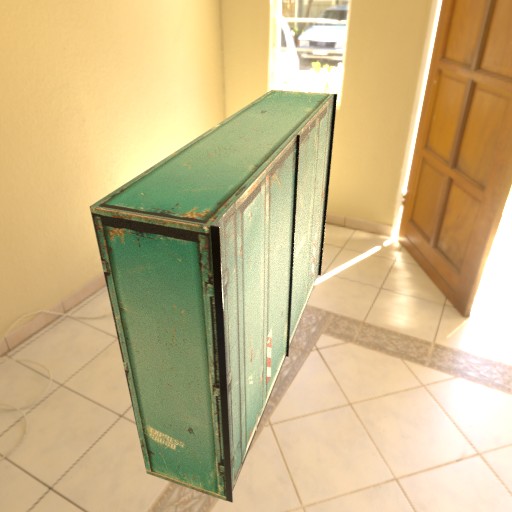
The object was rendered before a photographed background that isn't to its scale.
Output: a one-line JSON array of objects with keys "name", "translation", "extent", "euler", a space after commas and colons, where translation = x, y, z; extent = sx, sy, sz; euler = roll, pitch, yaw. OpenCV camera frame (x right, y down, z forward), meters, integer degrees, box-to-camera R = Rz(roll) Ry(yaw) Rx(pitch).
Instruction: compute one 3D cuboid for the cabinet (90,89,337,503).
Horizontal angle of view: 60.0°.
[{"name": "cabinet", "translation": [0.000, 0.000, 3.827], "extent": [0.680, 2.160, 3.001], "euler": [10, 33, 16]}]
